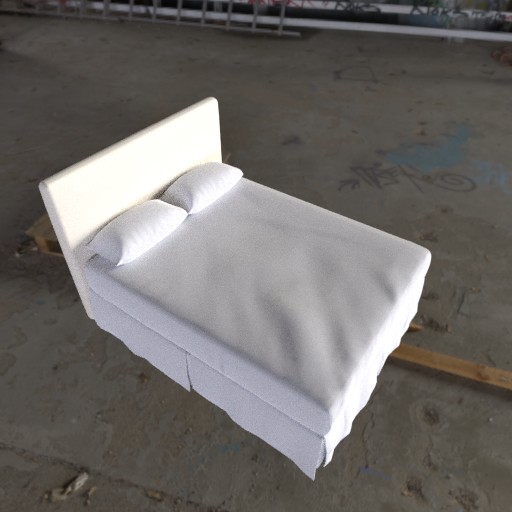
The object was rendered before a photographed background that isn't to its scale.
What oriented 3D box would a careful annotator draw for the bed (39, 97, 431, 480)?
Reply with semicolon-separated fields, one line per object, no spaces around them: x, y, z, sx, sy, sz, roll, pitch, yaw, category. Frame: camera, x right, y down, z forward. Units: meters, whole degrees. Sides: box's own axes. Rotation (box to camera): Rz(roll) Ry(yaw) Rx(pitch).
0.000;0.000;3.169;2.142;1.330;1.713;25;48;26;bed
